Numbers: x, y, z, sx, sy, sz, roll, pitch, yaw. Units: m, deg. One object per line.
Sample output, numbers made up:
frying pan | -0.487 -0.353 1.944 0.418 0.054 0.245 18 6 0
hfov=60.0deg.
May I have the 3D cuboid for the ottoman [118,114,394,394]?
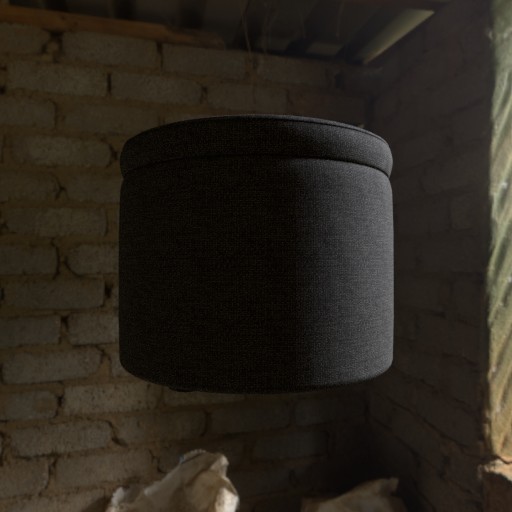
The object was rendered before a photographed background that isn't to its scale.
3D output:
ottoman | 0.000 0.000 0.878 0.520 0.430 0.520 0 -1 0
